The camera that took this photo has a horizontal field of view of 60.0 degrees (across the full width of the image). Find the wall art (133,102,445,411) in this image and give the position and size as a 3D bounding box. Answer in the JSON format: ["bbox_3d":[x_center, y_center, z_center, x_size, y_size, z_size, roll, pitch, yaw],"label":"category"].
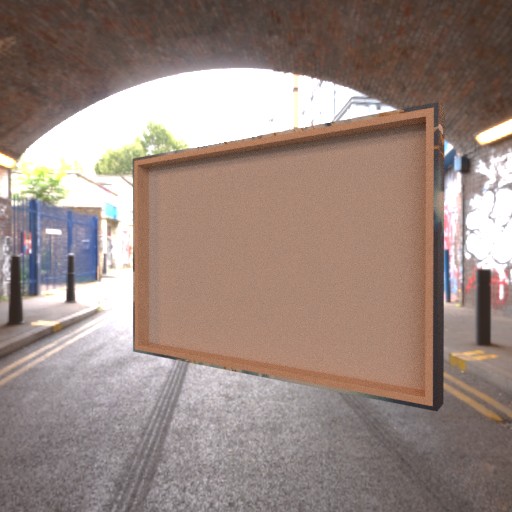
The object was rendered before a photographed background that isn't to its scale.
[{"bbox_3d":[0.000,0.000,0.770,0.607,0.405,0.036,0,1,35],"label":"wall art"}]
